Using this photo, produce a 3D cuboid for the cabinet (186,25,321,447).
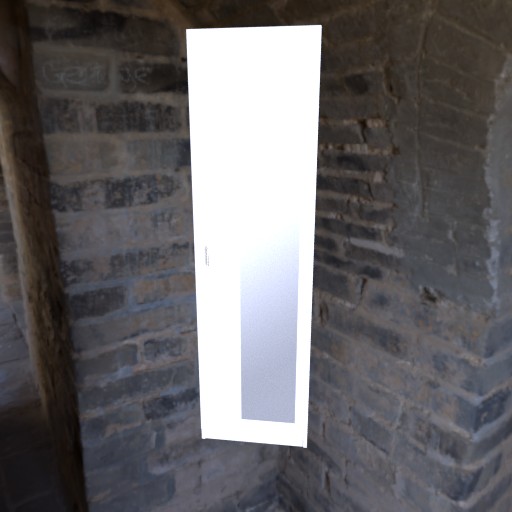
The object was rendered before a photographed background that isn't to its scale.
[{"bbox_3d":[0.000,0.000,1.952,0.500,1.790,0.230,2,15,7],"label":"cabinet"}]
